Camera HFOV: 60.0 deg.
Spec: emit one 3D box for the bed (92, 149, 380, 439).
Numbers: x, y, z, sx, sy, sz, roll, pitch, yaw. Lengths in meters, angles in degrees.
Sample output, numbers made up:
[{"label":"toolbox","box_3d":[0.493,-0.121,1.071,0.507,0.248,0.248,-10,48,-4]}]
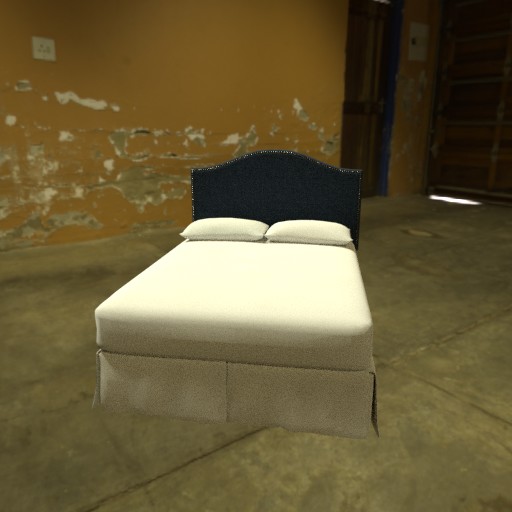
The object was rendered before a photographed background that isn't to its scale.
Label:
[{"label":"bed","box_3d":[0.000,0.000,3.377,1.713,1.518,2.153,2,15,9]}]
